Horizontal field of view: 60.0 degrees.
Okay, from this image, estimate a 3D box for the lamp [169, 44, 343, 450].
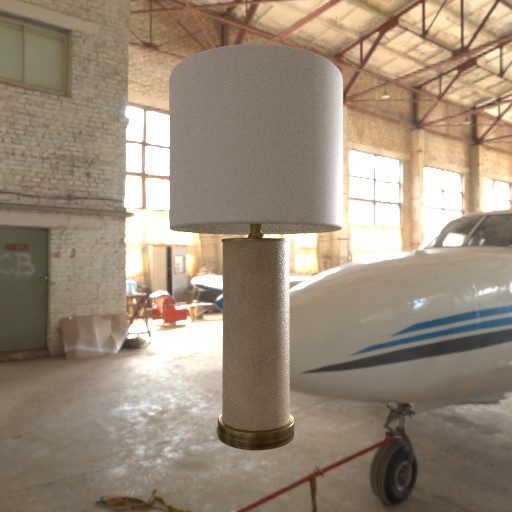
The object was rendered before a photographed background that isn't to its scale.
[{"bbox_3d":[0.000,0.000,0.791,0.305,0.634,0.305,0,0,1],"label":"lamp"}]
